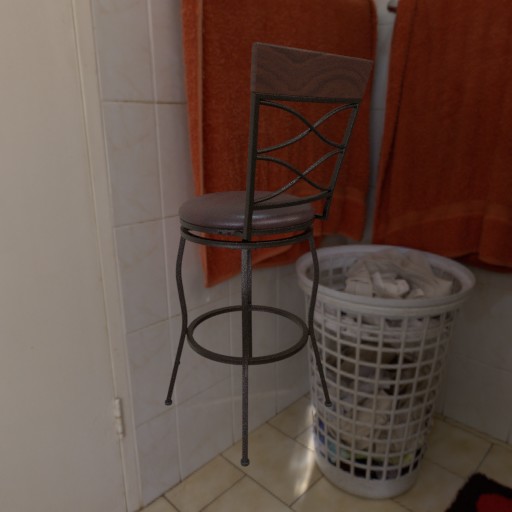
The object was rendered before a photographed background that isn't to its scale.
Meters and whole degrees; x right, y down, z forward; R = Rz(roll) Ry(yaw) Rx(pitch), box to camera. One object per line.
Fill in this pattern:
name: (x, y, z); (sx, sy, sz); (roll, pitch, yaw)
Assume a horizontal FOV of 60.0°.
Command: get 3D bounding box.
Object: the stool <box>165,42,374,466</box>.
stool: (0.000, 0.000, 1.395); (0.448, 1.130, 0.513); (-16, 23, -42)
